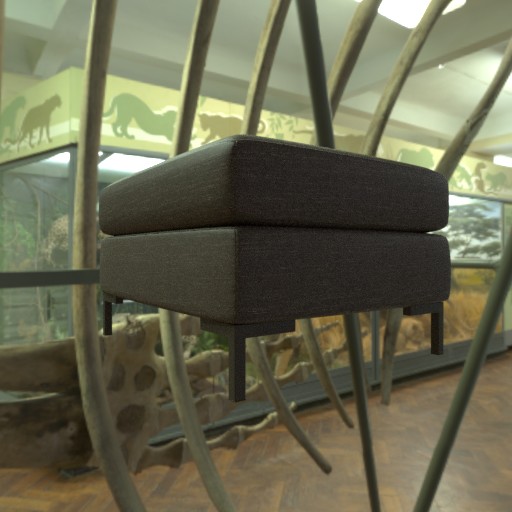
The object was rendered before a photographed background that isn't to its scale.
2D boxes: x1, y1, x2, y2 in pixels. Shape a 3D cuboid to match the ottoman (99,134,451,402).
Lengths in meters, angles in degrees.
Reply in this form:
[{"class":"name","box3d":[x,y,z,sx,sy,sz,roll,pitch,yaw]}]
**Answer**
[{"class":"ottoman","box3d":[0.000,0.000,1.244,0.671,0.490,0.820,0,1,-35]}]
